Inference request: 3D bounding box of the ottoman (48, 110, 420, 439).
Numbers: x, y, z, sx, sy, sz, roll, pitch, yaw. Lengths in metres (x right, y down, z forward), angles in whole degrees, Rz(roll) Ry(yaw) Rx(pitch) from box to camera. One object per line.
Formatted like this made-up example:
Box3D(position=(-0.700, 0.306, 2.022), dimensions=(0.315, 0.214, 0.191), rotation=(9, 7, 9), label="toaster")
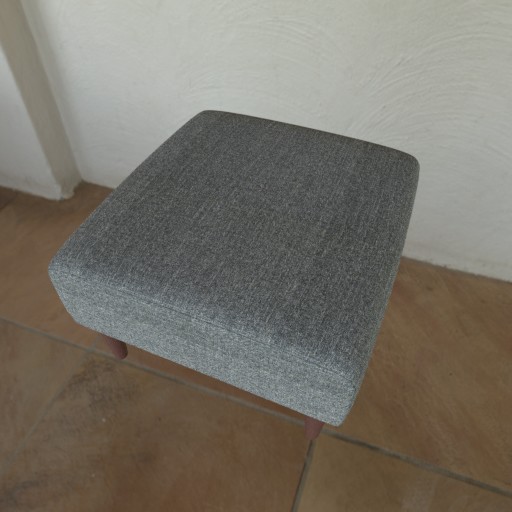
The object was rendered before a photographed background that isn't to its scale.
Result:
Box3D(position=(0.000, 0.000, 1.085), dimensions=(0.648, 0.399, 0.655), rotation=(17, 49, 16), label="ottoman")
